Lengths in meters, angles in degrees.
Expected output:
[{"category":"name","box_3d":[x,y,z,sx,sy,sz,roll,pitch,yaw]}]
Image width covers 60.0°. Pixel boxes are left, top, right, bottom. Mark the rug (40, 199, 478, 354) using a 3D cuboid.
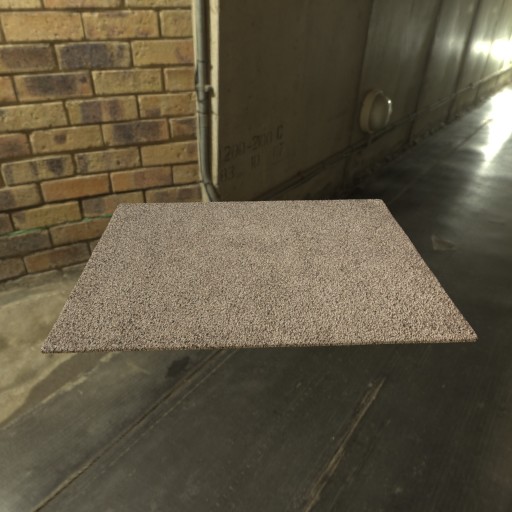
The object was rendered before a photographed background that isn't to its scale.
[{"category":"rug","box_3d":[0.000,0.000,4.100,3.047,0.029,2.438,-1,31,-2]}]
